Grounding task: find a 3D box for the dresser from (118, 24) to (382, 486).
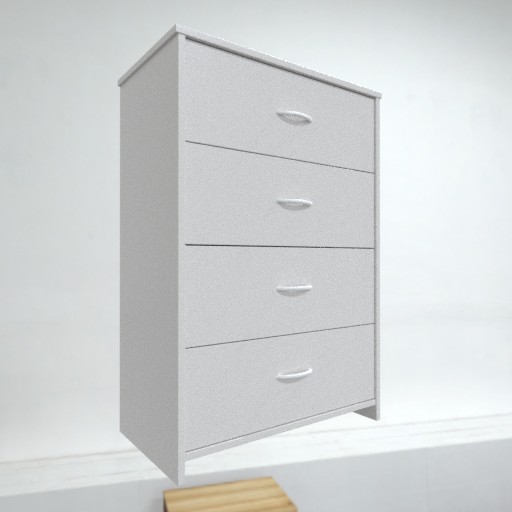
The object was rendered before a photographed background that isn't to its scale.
[{"bbox_3d":[0.000,0.000,1.330,0.704,1.021,0.401,0,0,-36],"label":"dresser"}]
